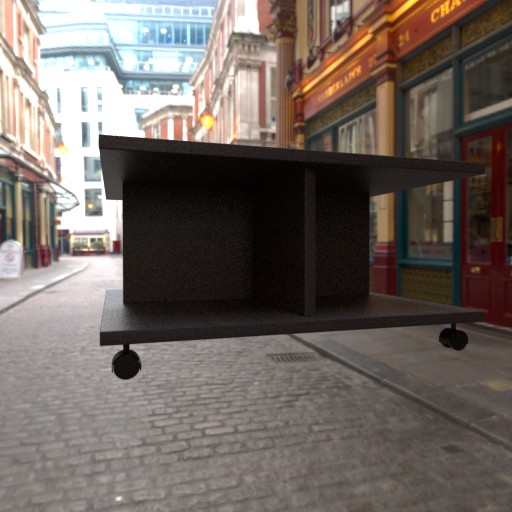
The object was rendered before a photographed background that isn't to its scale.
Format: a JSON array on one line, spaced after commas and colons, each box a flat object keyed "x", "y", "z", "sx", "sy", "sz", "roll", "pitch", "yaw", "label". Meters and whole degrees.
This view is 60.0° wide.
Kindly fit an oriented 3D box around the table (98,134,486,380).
[{"x": 0.000, "y": 0.000, "z": 1.173, "sx": 0.762, "sy": 0.396, "sz": 0.762, "roll": 0, "pitch": 1, "yaw": -18, "label": "table"}]
